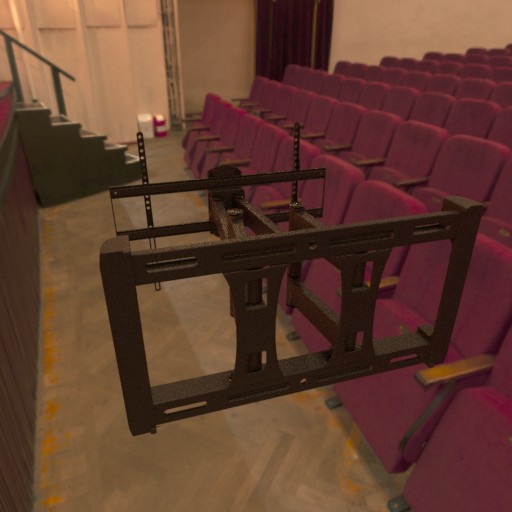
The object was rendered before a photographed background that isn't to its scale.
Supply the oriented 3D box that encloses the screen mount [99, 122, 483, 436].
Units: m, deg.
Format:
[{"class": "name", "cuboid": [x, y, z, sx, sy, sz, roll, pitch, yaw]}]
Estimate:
[{"class": "screen mount", "cuboid": [0.000, 0.000, 1.069, 0.661, 0.491, 0.644, -8, 28, -15]}]
